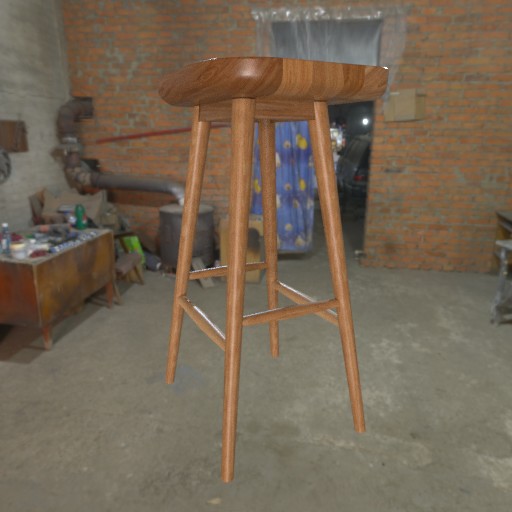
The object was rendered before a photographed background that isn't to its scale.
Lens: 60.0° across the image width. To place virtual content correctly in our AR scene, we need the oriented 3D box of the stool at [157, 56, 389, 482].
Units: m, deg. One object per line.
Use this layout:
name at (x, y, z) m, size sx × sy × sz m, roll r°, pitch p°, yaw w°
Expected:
stool at (0.000, 0.000, 0.923) m, size 0.322 × 0.698 × 0.407 m, roll -8°, pitch 17°, yaw -26°
